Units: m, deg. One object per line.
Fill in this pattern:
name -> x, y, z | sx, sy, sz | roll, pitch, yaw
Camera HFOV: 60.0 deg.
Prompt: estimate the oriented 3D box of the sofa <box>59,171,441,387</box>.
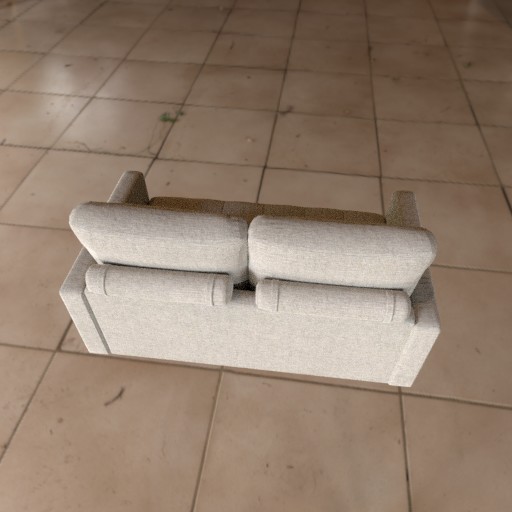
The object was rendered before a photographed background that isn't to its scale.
sofa -> 0.000, 0.000, 1.944 | 1.407, 0.907, 0.842 | 5, 47, 5
